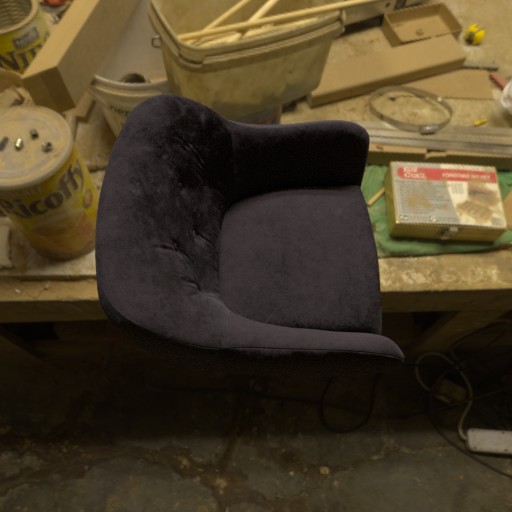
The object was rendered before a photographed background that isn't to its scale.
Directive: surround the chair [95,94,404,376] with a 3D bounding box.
[{"bbox_3d":[0.000,0.000,1.502,0.819,0.807,0.840,0,63,0],"label":"chair"}]
